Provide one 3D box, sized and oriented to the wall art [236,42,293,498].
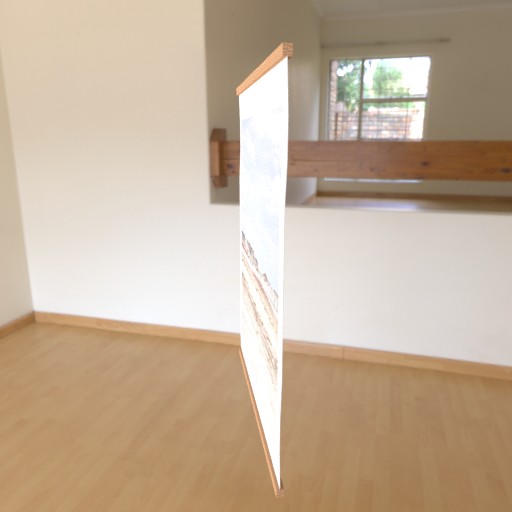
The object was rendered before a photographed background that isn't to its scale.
[{"bbox_3d":[0.000,0.000,0.785,0.011,0.605,0.458,-2,15,-9],"label":"wall art"}]
